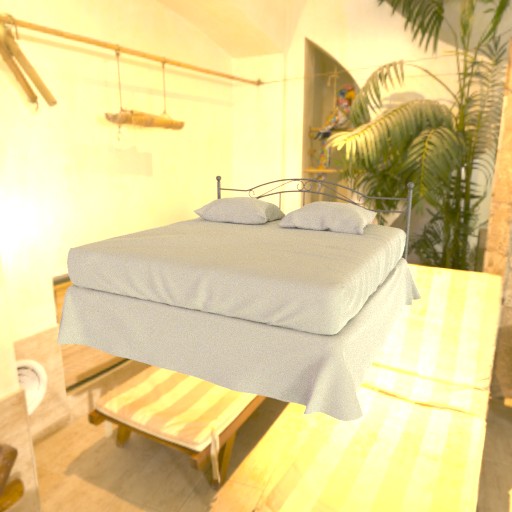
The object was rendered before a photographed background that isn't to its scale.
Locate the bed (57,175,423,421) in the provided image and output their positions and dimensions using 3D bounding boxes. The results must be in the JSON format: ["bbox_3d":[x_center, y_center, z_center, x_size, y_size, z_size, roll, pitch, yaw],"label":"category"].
[{"bbox_3d":[0.000,0.000,3.507,2.309,1.080,2.220,7,16,27],"label":"bed"}]
